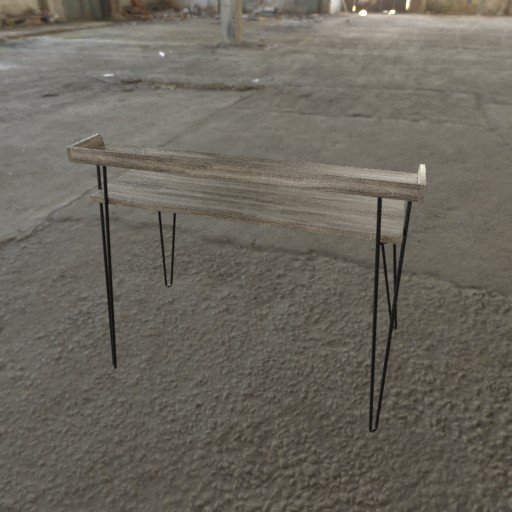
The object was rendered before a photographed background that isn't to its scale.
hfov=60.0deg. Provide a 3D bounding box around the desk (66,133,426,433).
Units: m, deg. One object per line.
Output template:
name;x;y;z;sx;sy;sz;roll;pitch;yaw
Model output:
desk;0.000;0.000;1.657;1.135;0.899;0.605;9;32;15
